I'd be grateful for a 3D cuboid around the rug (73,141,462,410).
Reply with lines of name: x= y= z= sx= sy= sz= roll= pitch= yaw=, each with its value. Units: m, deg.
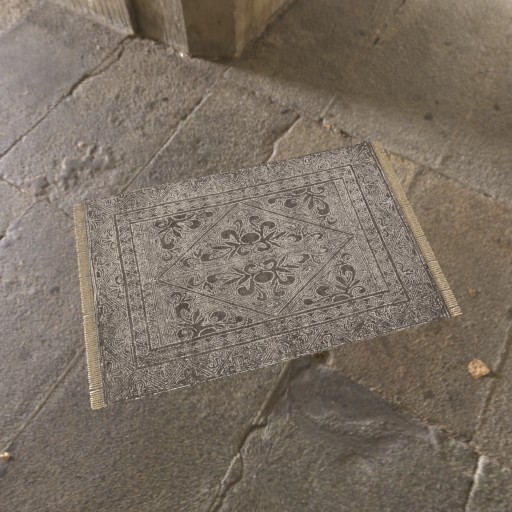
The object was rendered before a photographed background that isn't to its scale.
rug: x=0.000 y=0.000 z=3.123 sx=2.440 sy=0.010 sz=1.529 roll=-13 pitch=65 yaw=-6
